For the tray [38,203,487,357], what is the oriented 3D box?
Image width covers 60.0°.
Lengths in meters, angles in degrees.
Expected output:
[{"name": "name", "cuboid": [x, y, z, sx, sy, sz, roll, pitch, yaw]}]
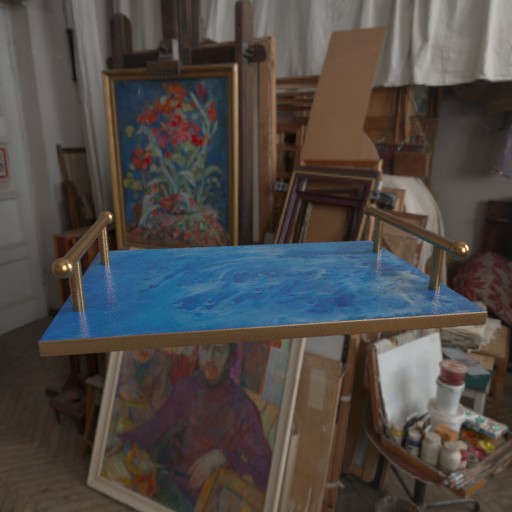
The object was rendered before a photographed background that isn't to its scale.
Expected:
[{"name": "tray", "cuboid": [0.000, 0.000, 0.566, 0.444, 0.084, 0.304, -3, 17, -9]}]
